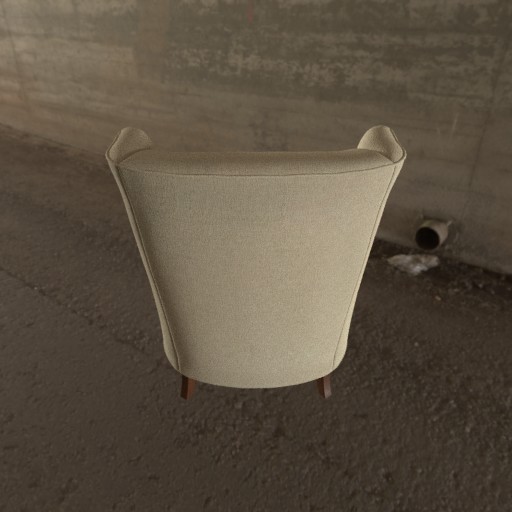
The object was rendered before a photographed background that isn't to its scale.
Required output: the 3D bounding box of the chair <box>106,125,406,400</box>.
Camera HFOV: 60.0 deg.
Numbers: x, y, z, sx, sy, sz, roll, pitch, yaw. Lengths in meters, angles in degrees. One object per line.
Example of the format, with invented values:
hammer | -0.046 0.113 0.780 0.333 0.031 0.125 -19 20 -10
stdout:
chair | 0.000 0.000 1.690 0.838 1.040 0.966 0 30 -1
